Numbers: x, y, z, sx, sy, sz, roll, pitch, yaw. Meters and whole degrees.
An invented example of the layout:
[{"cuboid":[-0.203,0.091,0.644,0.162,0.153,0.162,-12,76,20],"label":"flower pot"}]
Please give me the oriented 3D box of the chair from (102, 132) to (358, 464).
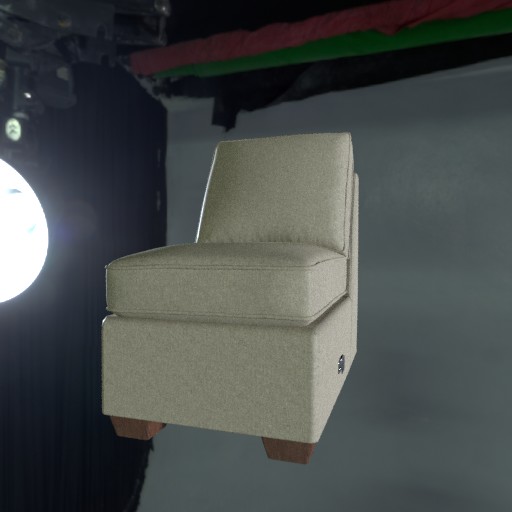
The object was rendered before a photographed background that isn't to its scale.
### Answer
[{"cuboid":[0.000,0.000,1.660,0.674,1.058,1.020,0,2,18],"label":"chair"}]
